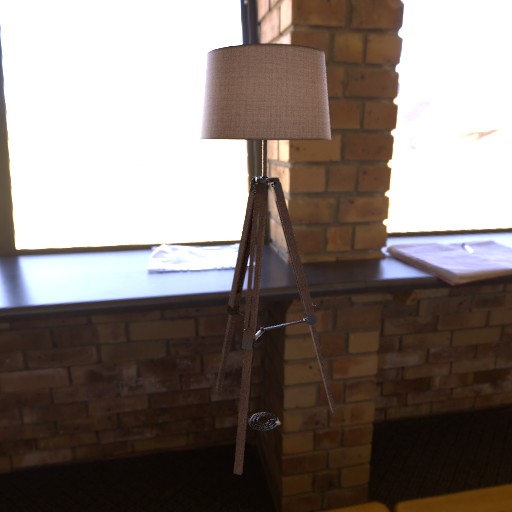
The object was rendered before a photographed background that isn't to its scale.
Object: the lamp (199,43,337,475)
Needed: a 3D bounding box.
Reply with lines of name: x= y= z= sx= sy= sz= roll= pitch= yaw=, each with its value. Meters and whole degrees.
lamp: x=0.000 y=0.000 z=1.819 sx=0.604 sy=1.510 sz=0.587 roll=-14 pitch=20 yaw=-41
